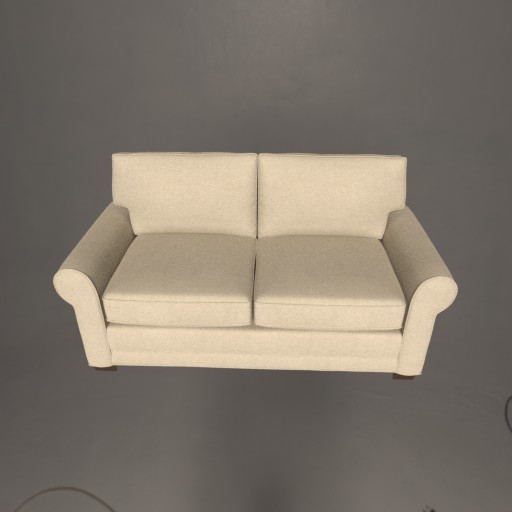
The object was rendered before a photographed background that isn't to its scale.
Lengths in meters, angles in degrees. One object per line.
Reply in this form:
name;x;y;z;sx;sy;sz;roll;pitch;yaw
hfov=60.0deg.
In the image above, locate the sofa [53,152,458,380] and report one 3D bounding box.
sofa;0.000;0.000;2.325;1.774;0.933;0.861;1;31;2
